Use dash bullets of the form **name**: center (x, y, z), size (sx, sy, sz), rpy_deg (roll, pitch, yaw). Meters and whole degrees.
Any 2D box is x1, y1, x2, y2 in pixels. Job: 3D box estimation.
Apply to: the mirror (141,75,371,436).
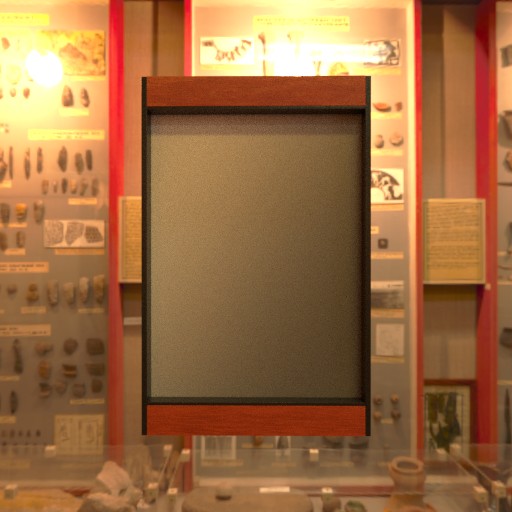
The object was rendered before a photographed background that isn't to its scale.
- **mirror**: center (0.000, 0.000, 1.036), size (0.525, 0.823, 0.047), rpy_deg (0, 0, 1)
